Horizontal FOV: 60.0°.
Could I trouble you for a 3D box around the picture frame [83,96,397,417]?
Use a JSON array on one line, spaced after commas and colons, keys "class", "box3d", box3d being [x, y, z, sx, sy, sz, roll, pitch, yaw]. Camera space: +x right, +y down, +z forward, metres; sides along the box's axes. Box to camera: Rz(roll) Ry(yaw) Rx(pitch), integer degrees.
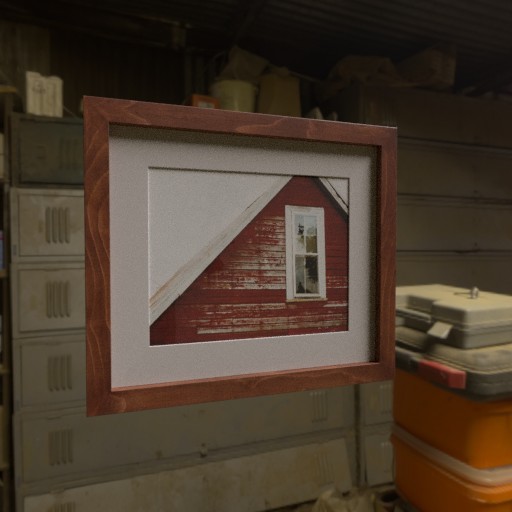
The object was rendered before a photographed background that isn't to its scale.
[{"class": "picture frame", "box3d": [0.000, 0.000, 0.530, 0.381, 0.330, 0.025, -1, 2, -19]}]
